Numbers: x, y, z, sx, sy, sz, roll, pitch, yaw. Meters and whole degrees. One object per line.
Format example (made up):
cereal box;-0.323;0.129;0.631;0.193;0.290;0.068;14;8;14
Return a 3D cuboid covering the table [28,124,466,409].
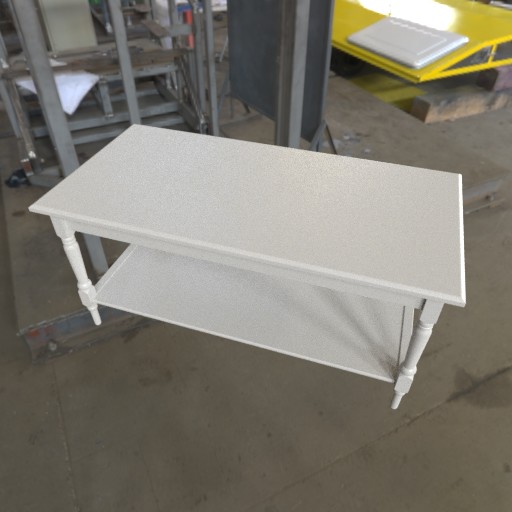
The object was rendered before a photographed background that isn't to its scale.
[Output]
table;0.000;0.000;1.419;1.109;0.506;0.551;12;42;14
